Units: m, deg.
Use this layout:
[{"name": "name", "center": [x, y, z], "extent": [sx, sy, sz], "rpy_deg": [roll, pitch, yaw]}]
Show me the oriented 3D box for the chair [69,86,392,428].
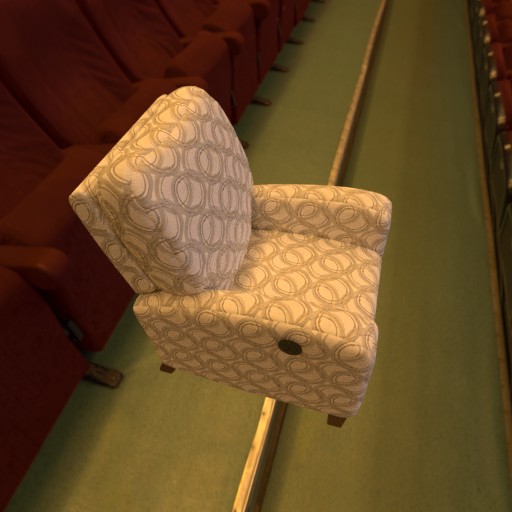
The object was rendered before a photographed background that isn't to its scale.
[{"name": "chair", "center": [0.000, 0.000, 1.747], "extent": [0.995, 1.065, 0.796], "rpy_deg": [12, 48, 11]}]
